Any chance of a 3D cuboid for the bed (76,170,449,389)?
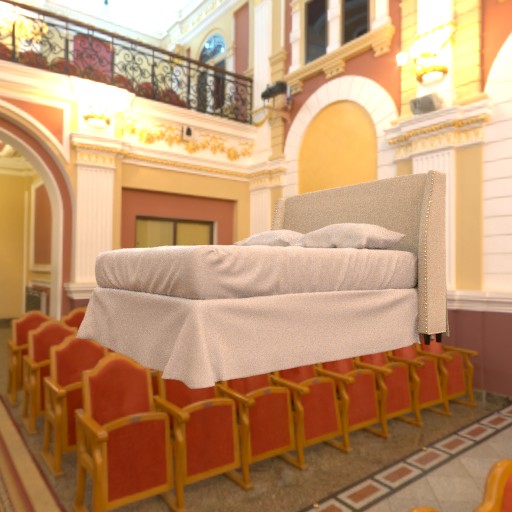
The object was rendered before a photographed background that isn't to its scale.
[{"bbox_3d":[0.000,0.000,3.483,2.276,1.332,1.925,1,-1,-37],"label":"bed"}]
